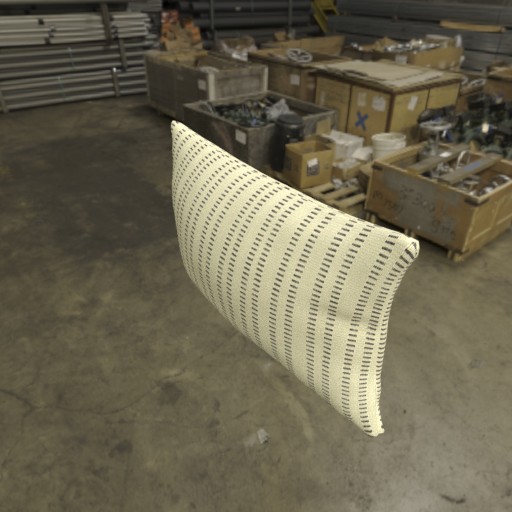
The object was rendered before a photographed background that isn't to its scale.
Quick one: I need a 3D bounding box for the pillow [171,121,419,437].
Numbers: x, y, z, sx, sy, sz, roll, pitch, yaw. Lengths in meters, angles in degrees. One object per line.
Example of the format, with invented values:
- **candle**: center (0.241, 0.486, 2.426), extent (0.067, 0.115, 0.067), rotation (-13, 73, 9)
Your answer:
- **pillow**: center (0.000, 0.000, 0.812), extent (0.210, 0.353, 0.640), rotation (-20, 37, -29)
